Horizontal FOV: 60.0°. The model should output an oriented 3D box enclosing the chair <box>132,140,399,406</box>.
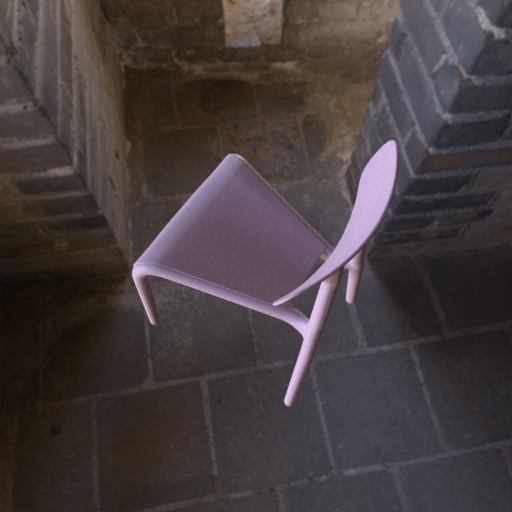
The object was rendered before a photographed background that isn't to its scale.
[{"bbox_3d":[0.000,0.000,0.850,0.401,0.580,0.356,31,68,14],"label":"chair"}]
